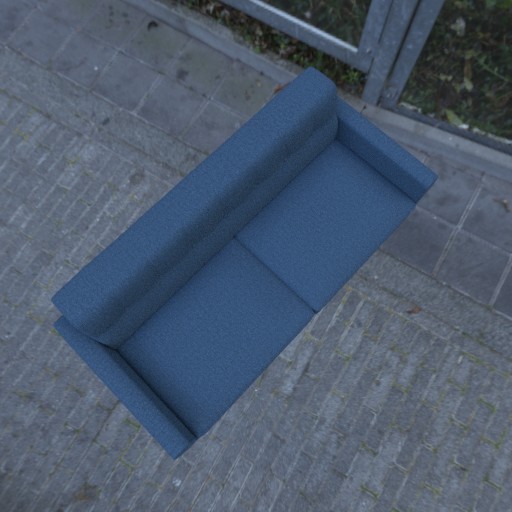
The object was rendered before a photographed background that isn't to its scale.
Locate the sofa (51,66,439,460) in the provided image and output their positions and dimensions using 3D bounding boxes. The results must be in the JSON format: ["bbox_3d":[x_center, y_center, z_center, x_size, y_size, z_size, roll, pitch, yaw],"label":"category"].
[{"bbox_3d":[0.000,0.000,2.527,0.942,0.884,2.055,43,78,12],"label":"sofa"}]
